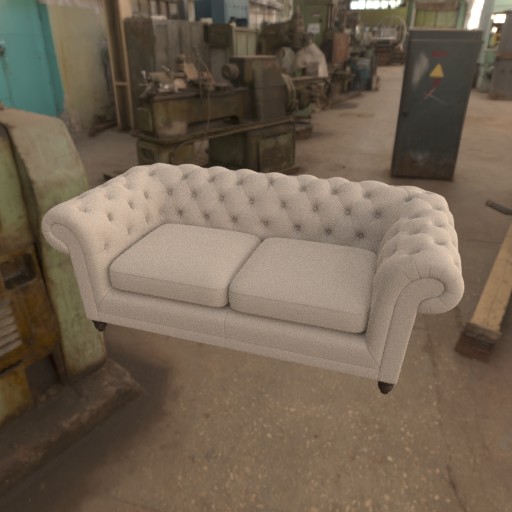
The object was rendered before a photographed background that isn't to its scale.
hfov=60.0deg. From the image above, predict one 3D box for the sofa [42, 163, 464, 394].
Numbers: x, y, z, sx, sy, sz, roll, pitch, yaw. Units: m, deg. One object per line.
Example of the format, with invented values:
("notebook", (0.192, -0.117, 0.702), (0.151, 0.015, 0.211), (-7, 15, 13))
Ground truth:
("sofa", (0.000, 0.000, 2.481), (1.998, 0.764, 0.986), (8, 28, 16))
